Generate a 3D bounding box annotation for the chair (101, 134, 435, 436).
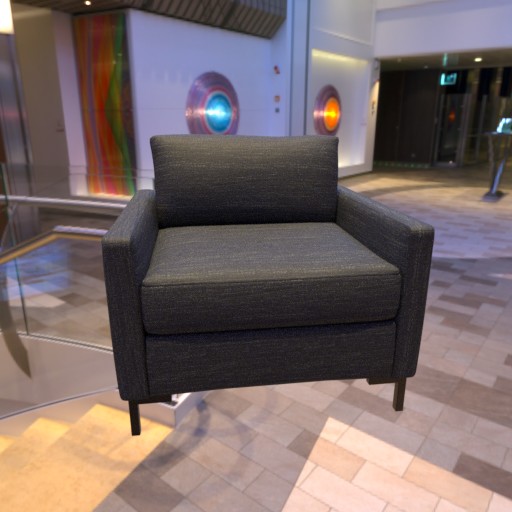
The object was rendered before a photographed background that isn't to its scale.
[{"bbox_3d":[0.000,0.000,1.654,0.963,0.861,0.866,-2,18,-8],"label":"chair"}]
